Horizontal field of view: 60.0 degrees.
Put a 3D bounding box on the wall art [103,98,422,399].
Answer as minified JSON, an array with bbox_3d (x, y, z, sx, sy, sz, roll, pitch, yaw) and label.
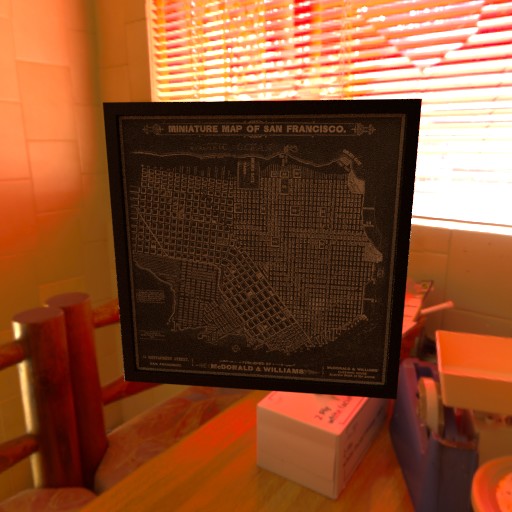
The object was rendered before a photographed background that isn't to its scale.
[{"bbox_3d":[0.000,0.000,0.690,0.457,0.458,0.012,2,14,7],"label":"wall art"}]
